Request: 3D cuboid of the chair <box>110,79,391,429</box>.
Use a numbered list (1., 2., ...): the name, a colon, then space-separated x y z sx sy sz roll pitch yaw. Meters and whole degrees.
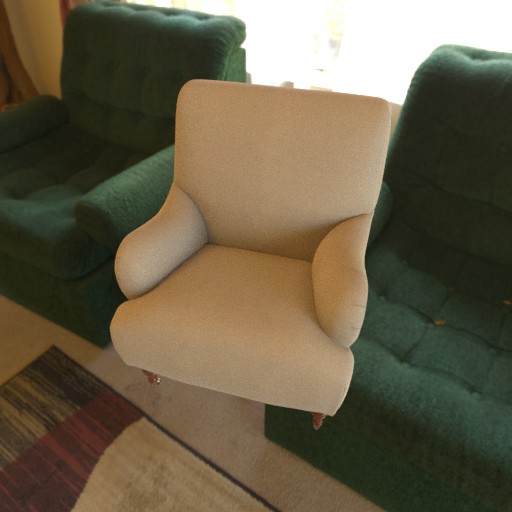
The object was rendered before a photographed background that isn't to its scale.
1. chair: 0.000 0.000 1.538 0.766 0.942 0.842 10 41 12
